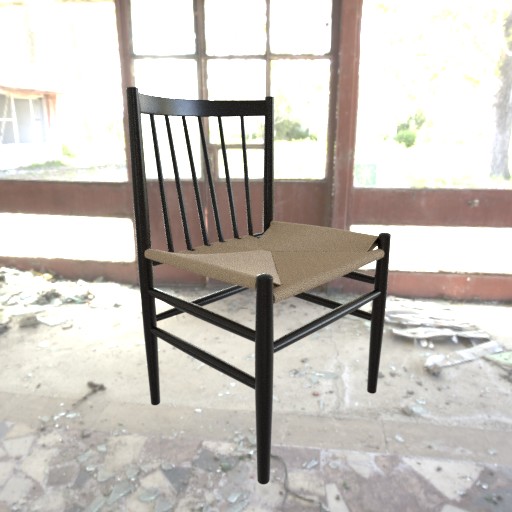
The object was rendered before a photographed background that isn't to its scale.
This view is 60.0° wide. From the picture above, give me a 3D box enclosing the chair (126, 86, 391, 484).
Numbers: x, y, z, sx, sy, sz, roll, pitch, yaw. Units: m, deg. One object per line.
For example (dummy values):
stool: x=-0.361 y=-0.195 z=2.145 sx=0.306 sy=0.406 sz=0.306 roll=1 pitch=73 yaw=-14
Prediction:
chair: x=0.000 y=0.000 z=1.155 sx=0.516 sy=0.818 sz=0.495 roll=15 pitch=22 yaw=41
